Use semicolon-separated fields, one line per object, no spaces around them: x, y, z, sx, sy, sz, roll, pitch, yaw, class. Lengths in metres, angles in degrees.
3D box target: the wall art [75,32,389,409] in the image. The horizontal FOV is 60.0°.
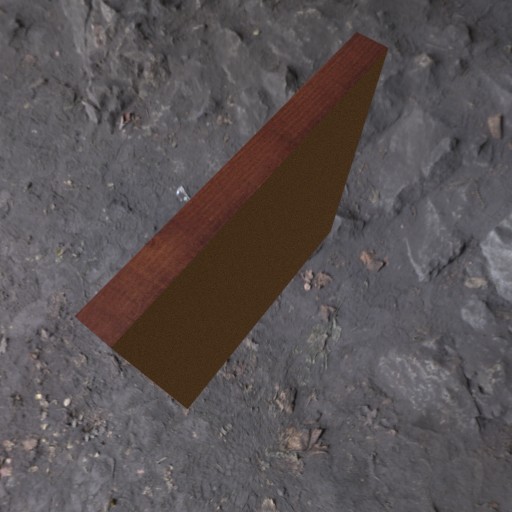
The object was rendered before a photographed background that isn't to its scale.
0.000;0.000;0.560;0.038;0.385;0.386;35;69;15;wall art
